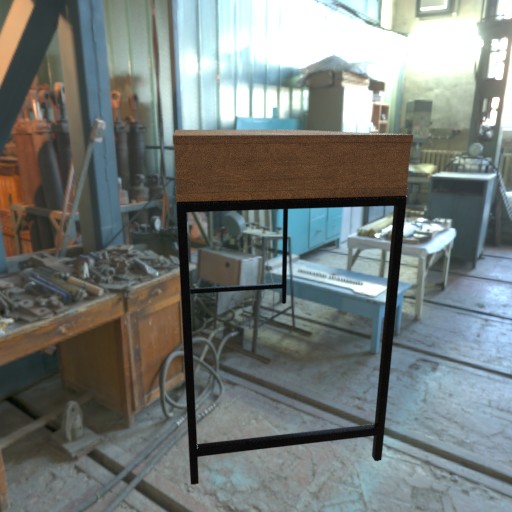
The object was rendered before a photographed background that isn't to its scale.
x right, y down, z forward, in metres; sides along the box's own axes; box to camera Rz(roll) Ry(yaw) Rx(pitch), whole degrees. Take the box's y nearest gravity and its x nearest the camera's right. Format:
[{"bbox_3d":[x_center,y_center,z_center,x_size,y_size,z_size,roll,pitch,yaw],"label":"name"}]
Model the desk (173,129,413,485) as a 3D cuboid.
[{"bbox_3d":[0.000,0.000,1.408,0.470,0.762,1.016,-3,17,-9],"label":"desk"}]
